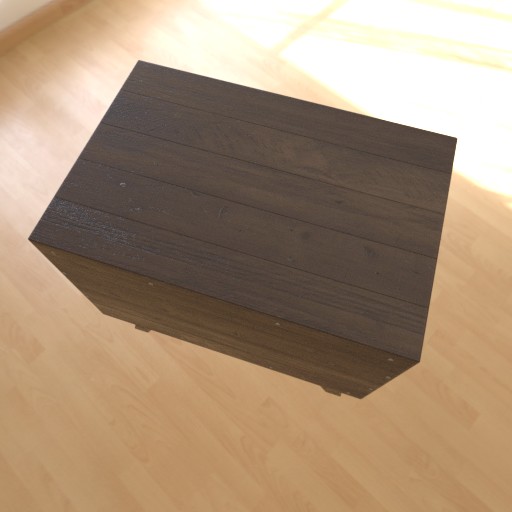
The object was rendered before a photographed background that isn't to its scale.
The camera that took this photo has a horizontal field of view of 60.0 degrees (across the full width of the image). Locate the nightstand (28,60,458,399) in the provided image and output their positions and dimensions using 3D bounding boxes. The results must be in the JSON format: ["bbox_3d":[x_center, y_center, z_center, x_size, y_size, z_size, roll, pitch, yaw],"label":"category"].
[{"bbox_3d":[0.000,0.000,1.050,0.650,0.599,0.450,17,66,8],"label":"nightstand"}]
